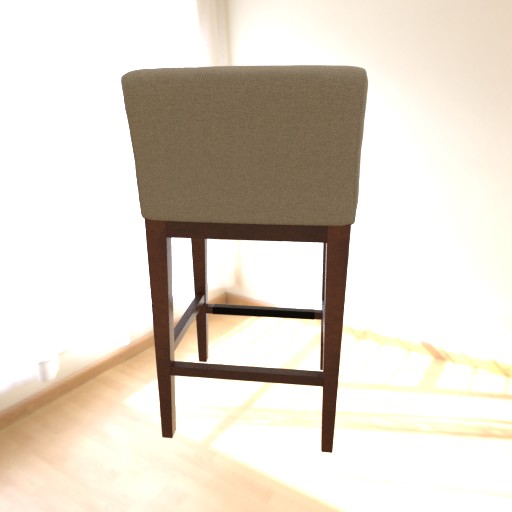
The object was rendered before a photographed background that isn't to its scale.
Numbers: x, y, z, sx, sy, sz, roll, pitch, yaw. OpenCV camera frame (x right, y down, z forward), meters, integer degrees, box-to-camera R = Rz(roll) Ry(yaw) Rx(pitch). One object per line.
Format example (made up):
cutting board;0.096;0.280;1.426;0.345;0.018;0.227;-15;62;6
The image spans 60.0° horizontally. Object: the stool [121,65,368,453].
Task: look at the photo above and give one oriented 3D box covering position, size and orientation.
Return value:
stool;0.000;0.000;1.233;0.511;0.937;0.500;2;17;7
